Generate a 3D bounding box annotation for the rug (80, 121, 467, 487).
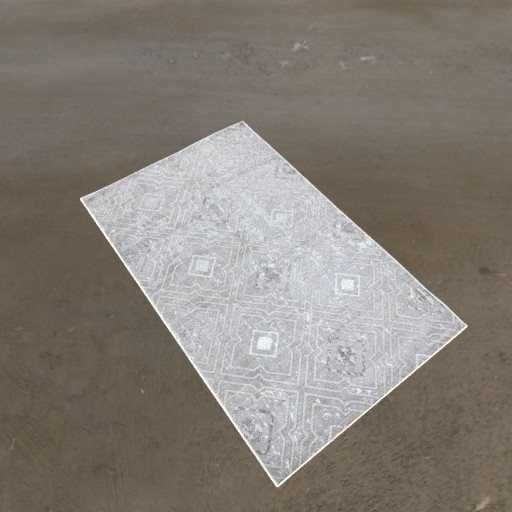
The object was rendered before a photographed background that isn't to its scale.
[{"bbox_3d":[0.000,0.000,3.090,1.537,0.036,2.447,-31,62,-19],"label":"rug"}]
